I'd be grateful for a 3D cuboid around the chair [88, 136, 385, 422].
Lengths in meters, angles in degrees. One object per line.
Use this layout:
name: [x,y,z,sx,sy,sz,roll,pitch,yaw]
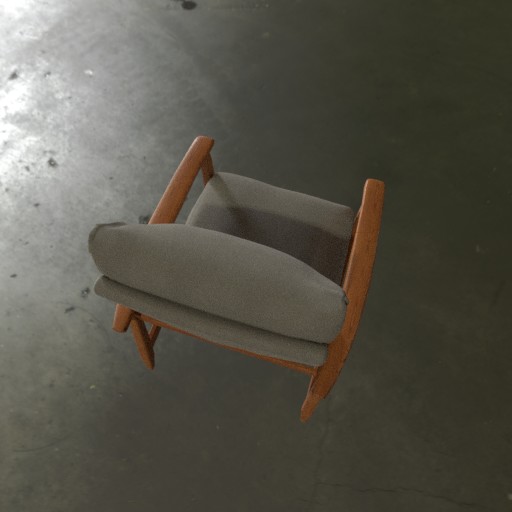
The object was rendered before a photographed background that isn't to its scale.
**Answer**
chair: [0.000,0.000,1.529,0.782,0.922,0.816,16,64,8]
